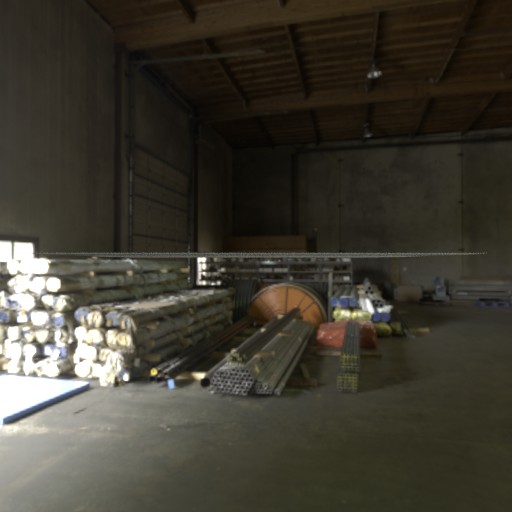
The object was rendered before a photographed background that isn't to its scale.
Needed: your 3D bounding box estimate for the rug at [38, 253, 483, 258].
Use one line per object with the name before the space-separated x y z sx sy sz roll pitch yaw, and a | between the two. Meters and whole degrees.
rug | 0.000 0.000 4.138 3.037 0.004 2.453 0 -1 -2
